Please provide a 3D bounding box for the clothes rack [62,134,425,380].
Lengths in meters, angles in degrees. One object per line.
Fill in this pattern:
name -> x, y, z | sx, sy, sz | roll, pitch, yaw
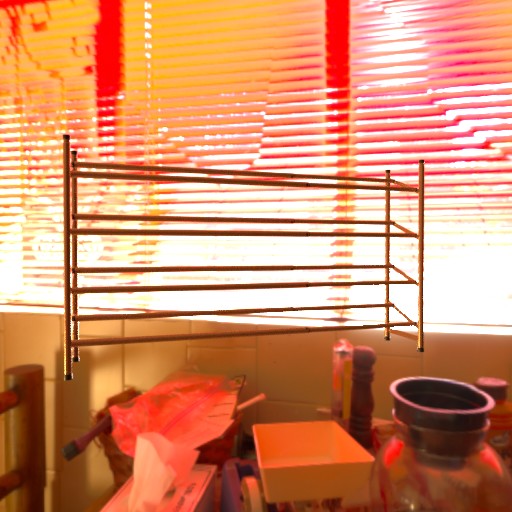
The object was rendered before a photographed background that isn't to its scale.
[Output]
clothes rack -> 0.000, 0.000, 1.482 | 1.168, 0.672, 0.229 | 0, 1, -17
